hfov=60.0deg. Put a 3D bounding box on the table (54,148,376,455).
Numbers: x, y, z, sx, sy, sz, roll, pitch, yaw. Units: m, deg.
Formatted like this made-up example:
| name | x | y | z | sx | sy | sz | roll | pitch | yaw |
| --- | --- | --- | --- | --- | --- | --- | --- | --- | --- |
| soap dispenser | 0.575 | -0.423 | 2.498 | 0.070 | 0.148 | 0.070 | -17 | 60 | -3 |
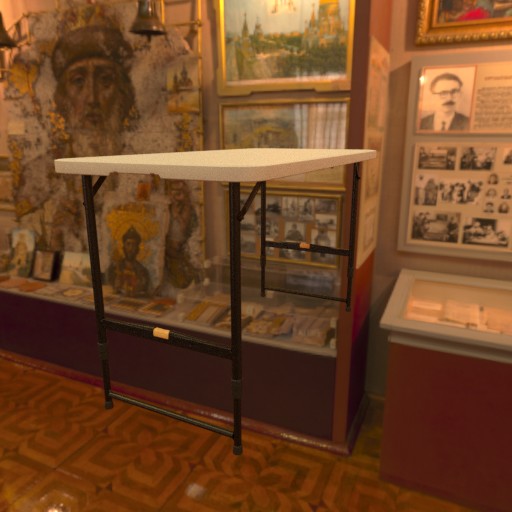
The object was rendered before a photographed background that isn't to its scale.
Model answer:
| name | x | y | z | sx | sy | sz | roll | pitch | yaw |
| --- | --- | --- | --- | --- | --- | --- | --- | --- | --- |
| table | 0.000 | 0.000 | 1.630 | 0.611 | 0.737 | 1.245 | 7 | 17 | 25 |
